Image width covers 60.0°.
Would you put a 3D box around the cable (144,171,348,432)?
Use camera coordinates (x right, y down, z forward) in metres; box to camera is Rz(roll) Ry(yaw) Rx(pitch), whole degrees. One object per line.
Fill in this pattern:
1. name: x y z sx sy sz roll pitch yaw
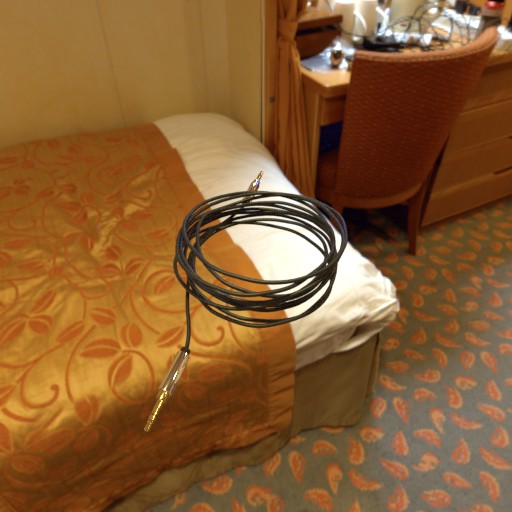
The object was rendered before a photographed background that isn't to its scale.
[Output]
1. cable: 0.000 0.000 0.514 0.198 0.069 0.432 11 44 12
